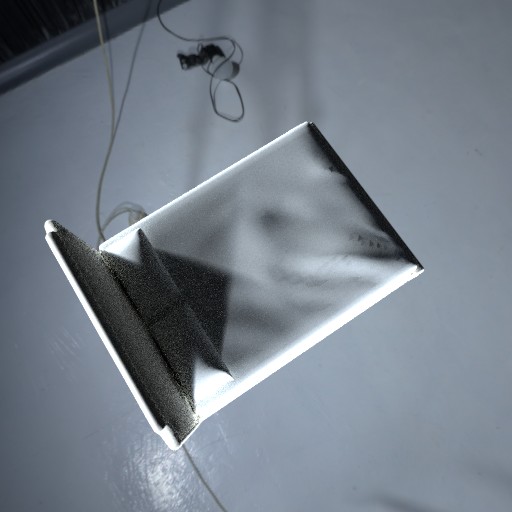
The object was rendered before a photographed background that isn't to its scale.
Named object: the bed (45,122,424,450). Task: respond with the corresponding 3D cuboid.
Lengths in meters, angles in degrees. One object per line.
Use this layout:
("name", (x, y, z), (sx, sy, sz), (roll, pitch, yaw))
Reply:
("bed", (0.000, 0.000, 3.533), (2.365, 1.443, 1.712), (-32, 79, -7))
